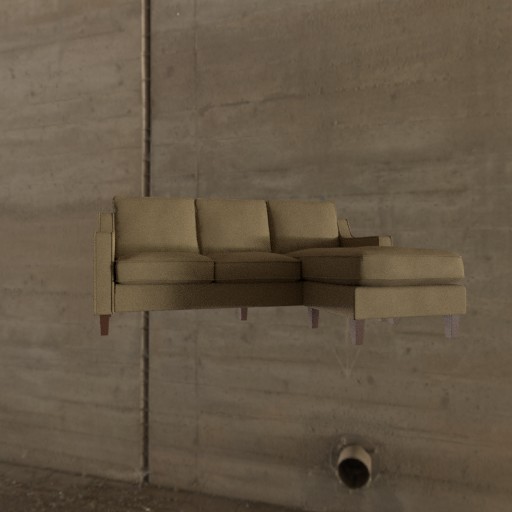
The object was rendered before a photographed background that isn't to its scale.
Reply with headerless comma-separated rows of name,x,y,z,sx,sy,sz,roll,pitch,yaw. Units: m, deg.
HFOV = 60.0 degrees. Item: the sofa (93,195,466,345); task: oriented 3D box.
sofa,0.000,0.000,3.362,2.317,1.066,1.858,0,0,-17
